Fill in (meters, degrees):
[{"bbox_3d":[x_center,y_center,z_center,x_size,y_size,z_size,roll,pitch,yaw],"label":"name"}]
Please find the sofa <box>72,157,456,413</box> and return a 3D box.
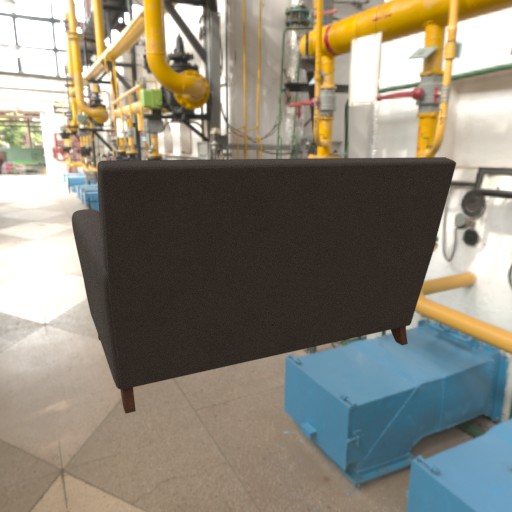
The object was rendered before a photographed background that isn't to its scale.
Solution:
[{"bbox_3d":[0.000,0.000,1.941,1.420,0.846,0.871,-6,15,-25],"label":"sofa"}]
